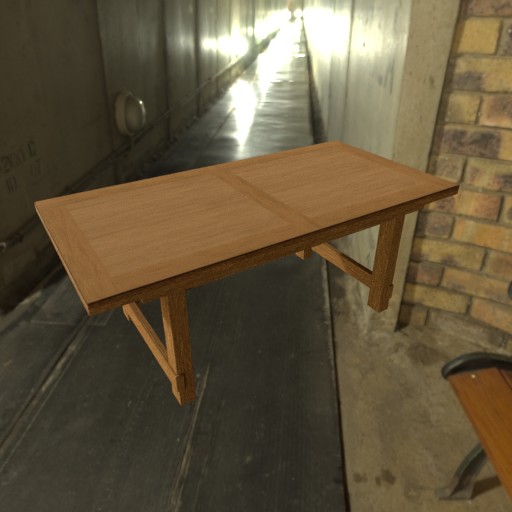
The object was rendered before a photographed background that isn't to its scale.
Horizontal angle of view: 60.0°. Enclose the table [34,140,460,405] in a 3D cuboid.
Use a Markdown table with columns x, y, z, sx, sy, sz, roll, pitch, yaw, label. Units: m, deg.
| x | y | z | sx | sy | sz | roll | pitch | yaw | label |
| --- | --- | --- | --- | --- | --- | --- | --- | --- | --- |
| 0.000 | 0.000 | 2.494 | 1.982 | 0.762 | 1.000 | -18 | 35 | -28 | table |
